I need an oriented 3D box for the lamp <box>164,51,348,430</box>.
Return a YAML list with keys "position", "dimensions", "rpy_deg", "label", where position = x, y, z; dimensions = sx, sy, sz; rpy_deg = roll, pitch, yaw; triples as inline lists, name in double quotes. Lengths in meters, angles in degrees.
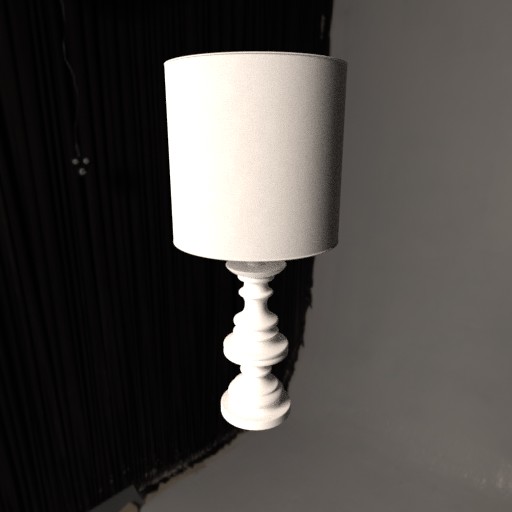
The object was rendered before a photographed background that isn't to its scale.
- position: [0.000, 0.000, 0.575]
  dimensions: [0.208, 0.455, 0.208]
  rpy_deg: [15, 22, 42]
  label: "lamp"
